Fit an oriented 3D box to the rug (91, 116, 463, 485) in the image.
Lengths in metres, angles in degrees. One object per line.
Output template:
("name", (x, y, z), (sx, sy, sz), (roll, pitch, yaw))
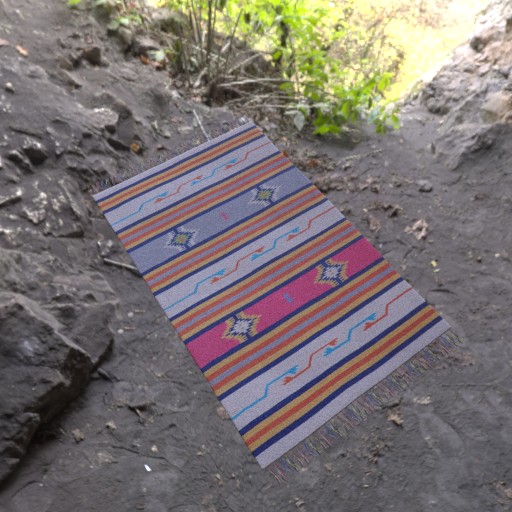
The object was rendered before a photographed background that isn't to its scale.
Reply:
("rug", (0.000, 0.000, 2.283), (1.084, 0.013, 1.849), (-30, 63, -17))
